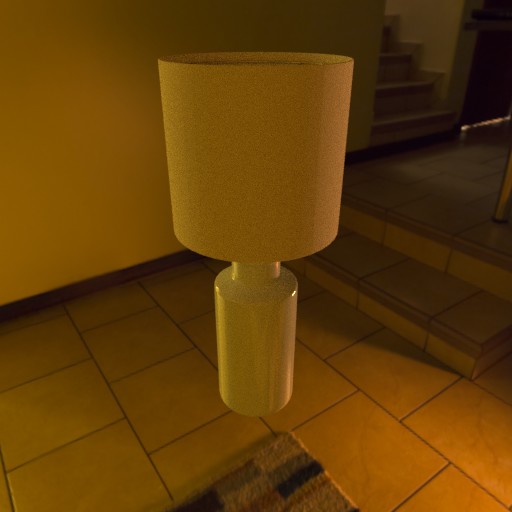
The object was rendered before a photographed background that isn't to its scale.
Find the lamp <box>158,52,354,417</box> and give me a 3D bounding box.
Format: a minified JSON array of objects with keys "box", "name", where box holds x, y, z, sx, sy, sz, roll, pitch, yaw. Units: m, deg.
[{"box":[0.000,0.000,0.602,0.212,0.493,0.212,18,33,30],"name":"lamp"}]
